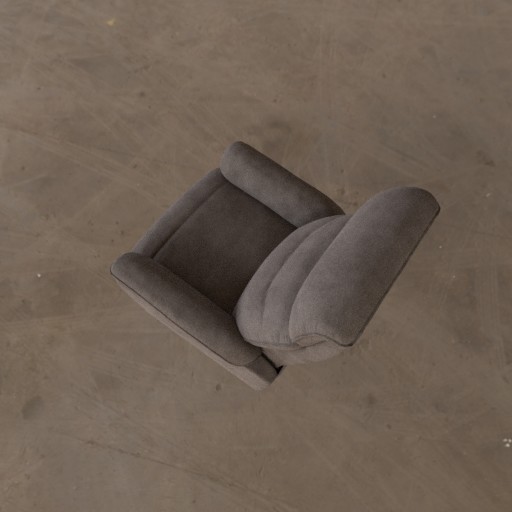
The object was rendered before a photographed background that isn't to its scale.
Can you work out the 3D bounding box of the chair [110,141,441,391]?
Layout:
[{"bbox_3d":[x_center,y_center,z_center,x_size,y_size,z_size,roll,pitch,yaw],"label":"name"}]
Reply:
[{"bbox_3d":[0.000,0.000,1.783,1.009,1.036,0.830,33,67,16],"label":"chair"}]
